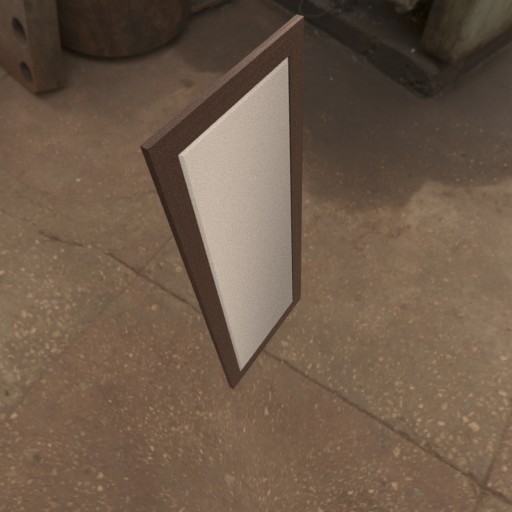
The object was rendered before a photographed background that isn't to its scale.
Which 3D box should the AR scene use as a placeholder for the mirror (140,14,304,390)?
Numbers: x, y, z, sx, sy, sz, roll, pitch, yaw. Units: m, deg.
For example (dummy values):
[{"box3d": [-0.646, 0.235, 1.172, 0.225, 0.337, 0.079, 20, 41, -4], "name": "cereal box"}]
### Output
[{"box3d": [0.000, 0.000, 2.239, 0.221, 2.020, 0.812, 31, 63, 18], "name": "mirror"}]
